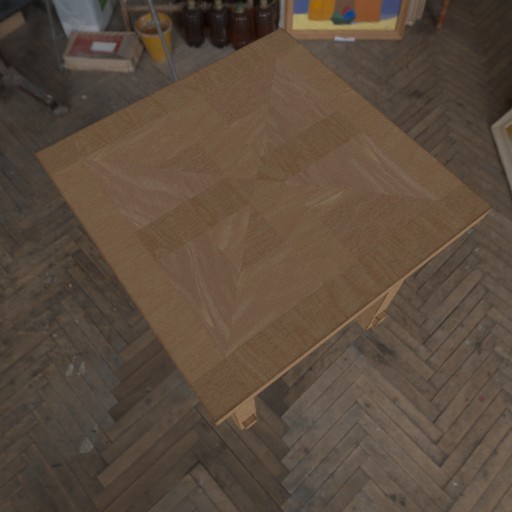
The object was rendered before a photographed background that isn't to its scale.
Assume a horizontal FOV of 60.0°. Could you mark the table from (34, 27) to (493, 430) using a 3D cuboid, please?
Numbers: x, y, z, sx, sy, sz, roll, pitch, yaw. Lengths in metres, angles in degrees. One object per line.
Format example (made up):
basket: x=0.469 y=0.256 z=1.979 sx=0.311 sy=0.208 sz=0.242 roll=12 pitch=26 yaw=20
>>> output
table: x=0.000 y=0.000 z=1.111 sx=0.610 sy=0.638 sz=0.612 roll=-34 pitch=68 yaw=-16
